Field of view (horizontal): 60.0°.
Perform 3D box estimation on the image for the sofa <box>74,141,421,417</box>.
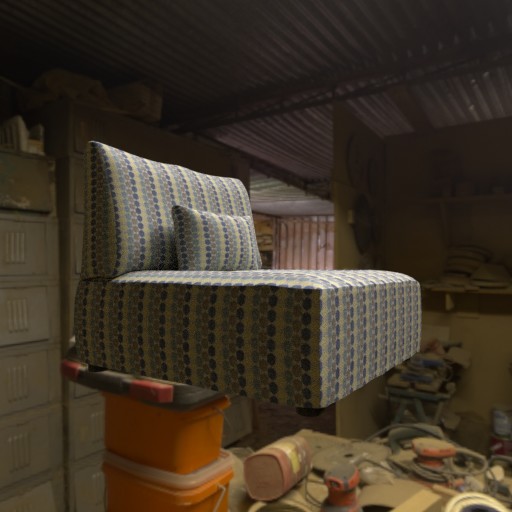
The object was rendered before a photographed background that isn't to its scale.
[{"bbox_3d":[0.000,0.000,1.714,1.000,0.830,0.930,-1,-1,35],"label":"sofa"}]
